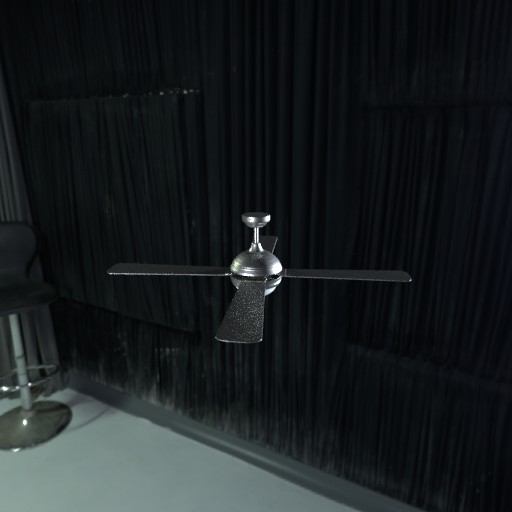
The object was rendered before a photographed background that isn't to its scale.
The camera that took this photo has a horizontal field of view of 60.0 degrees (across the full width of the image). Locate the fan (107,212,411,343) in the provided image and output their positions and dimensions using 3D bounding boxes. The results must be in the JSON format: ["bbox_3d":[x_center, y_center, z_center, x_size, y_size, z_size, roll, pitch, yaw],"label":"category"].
[{"bbox_3d":[0.000,0.000,2.024,1.321,0.381,1.321,8,18,24],"label":"fan"}]
